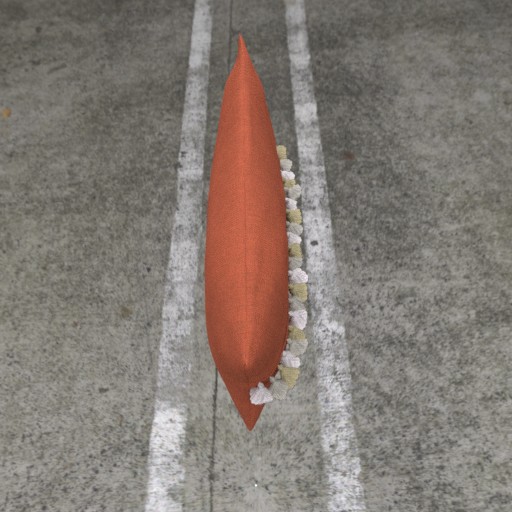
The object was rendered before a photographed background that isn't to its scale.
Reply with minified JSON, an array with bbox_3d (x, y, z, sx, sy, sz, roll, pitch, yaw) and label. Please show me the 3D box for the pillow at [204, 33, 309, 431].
[{"bbox_3d":[0.000,0.000,0.729,0.165,0.482,0.490,-1,63,-1],"label":"pillow"}]
